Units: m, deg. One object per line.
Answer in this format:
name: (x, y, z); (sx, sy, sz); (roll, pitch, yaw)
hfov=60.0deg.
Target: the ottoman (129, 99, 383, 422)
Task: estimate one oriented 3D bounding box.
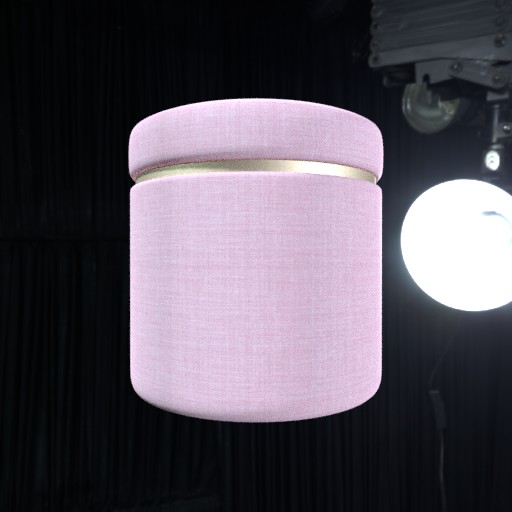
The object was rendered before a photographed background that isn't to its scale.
ottoman: (0.000, 0.000, 0.726); (0.400, 0.406, 0.400); (0, 0, 0)
